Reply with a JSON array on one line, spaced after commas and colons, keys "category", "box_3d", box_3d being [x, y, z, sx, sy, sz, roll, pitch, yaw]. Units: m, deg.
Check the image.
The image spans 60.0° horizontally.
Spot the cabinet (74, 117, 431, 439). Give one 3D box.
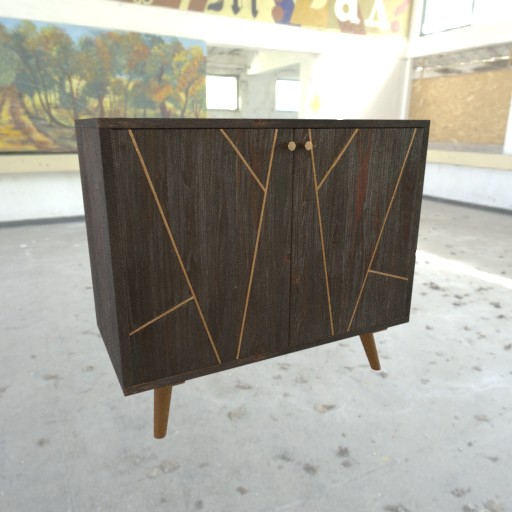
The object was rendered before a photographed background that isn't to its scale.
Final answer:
[{"category": "cabinet", "box_3d": [0.000, 0.000, 1.527, 1.023, 0.897, 0.529, -8, 18, -26]}]
